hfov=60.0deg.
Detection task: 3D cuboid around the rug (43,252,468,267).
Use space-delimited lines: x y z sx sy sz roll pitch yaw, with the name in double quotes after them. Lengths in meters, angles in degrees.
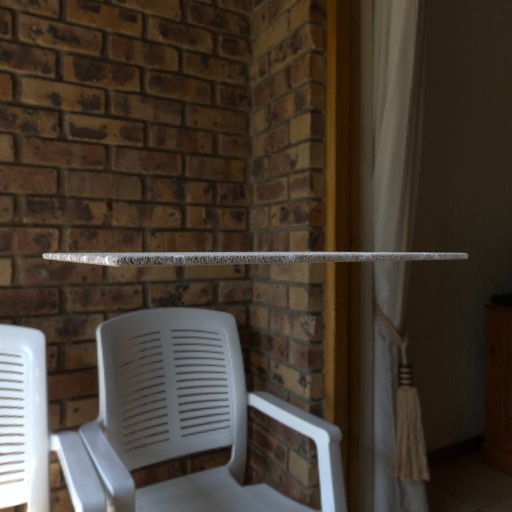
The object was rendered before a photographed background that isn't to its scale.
0.000 0.000 2.235 1.778 0.030 1.219 -1 1 -34 "rug"
